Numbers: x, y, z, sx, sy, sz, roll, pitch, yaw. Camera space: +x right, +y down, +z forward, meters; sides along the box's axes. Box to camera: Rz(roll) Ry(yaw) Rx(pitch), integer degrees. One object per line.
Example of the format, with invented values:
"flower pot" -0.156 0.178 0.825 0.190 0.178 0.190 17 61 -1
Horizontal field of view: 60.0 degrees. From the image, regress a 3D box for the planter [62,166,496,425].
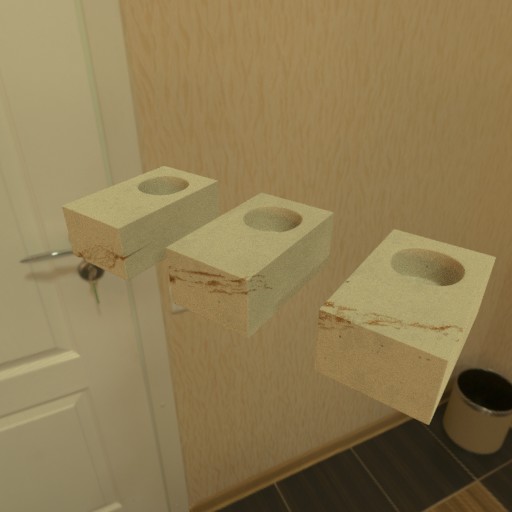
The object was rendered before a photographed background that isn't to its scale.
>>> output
"planter" 0.000 0.000 0.369 0.333 0.051 0.127 20 36 29
